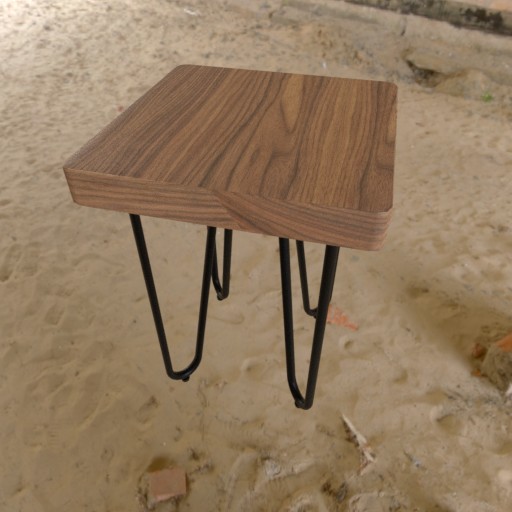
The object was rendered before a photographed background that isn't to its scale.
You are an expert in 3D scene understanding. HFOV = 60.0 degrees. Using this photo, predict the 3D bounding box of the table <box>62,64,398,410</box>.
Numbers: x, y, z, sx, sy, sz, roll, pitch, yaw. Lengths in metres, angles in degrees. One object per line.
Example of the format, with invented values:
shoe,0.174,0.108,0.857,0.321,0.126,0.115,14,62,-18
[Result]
table,0.000,0.000,0.986,0.479,0.641,0.480,10,42,11
